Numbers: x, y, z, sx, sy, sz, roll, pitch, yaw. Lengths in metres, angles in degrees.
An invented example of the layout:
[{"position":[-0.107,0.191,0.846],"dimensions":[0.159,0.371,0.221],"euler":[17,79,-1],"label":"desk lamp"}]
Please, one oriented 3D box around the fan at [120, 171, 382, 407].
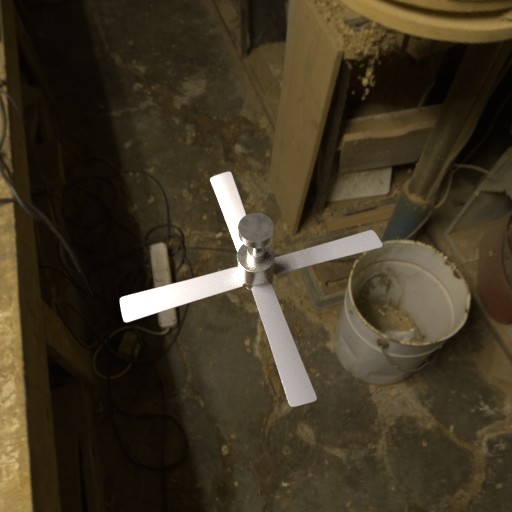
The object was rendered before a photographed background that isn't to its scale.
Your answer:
[{"position":[0.000,0.000,2.356],"dimensions":[1.525,0.539,1.525],"euler":[-15,60,-9],"label":"fan"}]
